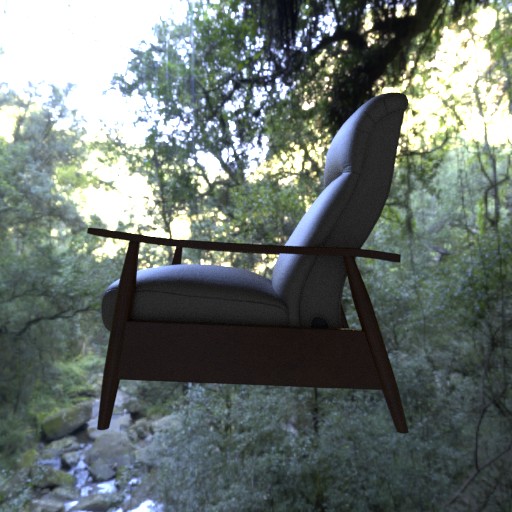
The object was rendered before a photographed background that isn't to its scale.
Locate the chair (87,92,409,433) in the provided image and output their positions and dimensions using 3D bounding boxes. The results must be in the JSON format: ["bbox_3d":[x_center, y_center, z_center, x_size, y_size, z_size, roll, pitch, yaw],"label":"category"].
[{"bbox_3d":[0.000,0.000,1.731,1.032,1.082,0.762,0,0,2],"label":"chair"}]
